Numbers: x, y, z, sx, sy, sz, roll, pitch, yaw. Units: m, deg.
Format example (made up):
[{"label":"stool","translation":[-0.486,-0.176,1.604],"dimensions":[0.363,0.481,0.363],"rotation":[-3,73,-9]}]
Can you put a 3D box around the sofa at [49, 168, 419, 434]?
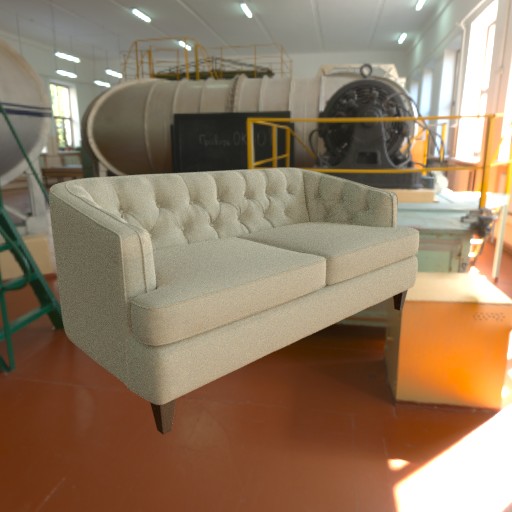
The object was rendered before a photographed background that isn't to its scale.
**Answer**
[{"label":"sofa","translation":[0.000,0.000,2.187],"dimensions":[1.733,0.855,0.941],"rotation":[-14,19,-43]}]
